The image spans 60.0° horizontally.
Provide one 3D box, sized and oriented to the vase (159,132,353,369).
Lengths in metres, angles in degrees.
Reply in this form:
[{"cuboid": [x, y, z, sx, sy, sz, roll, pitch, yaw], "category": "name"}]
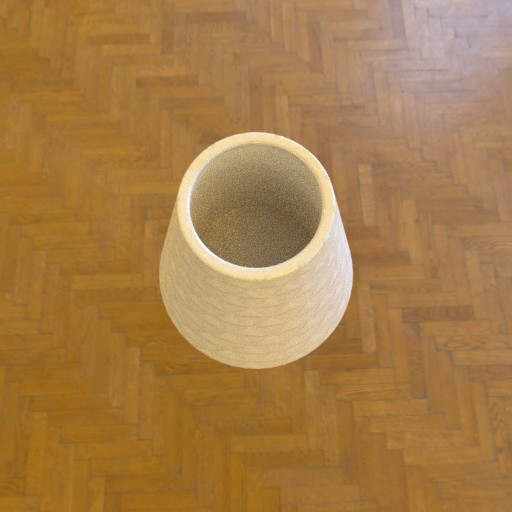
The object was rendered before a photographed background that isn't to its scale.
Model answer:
[{"cuboid": [0.000, 0.000, 0.355, 0.175, 0.230, 0.175, 0, 75, 0], "category": "vase"}]
